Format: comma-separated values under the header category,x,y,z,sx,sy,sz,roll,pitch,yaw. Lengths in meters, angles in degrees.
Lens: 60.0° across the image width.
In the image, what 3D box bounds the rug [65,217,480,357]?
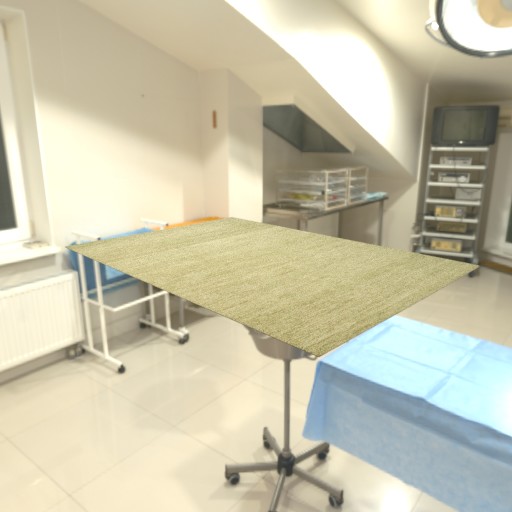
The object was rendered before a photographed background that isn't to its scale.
category,x,y,z,sx,sy,sz,roll,pitch,yaw
rug,0.000,0.000,2.937,1.606,0.017,2.270,-15,22,-43
